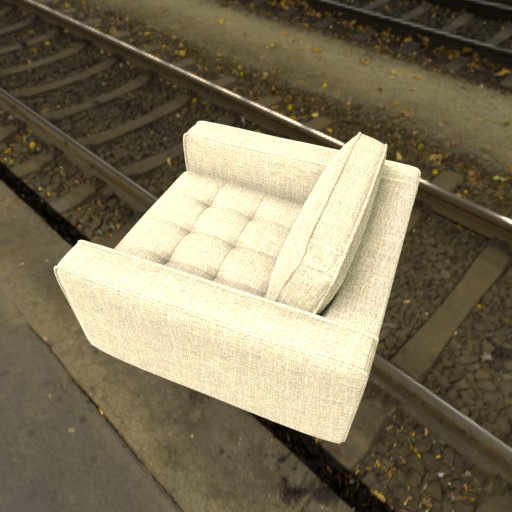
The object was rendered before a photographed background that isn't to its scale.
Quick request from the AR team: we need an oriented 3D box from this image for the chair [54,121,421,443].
[{"bbox_3d":[0.000,0.000,1.536,0.914,0.765,0.889,17,48,15],"label":"chair"}]
